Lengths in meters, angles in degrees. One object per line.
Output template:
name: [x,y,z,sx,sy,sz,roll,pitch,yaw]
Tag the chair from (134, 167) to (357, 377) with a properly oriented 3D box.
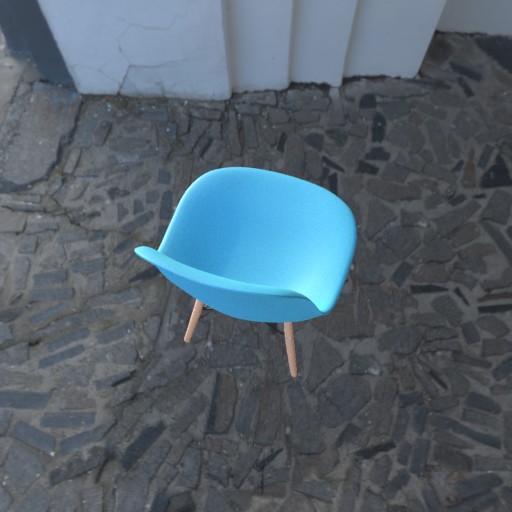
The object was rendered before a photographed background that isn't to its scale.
chair: [0.000,0.000,1.137,0.470,0.826,0.531,16,65,8]
